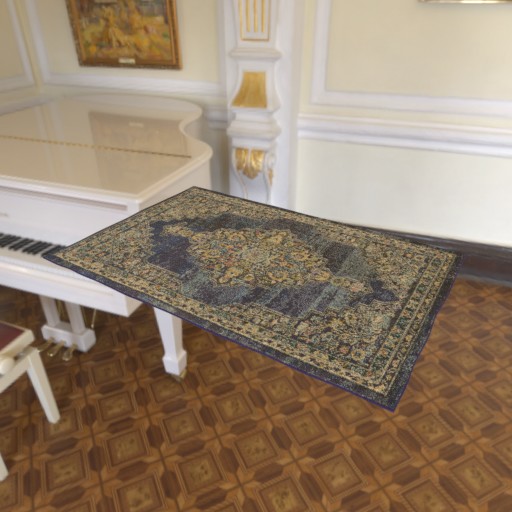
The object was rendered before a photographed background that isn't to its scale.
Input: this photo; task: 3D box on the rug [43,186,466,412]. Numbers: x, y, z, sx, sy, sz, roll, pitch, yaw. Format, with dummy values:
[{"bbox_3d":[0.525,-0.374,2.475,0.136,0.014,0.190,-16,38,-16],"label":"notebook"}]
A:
[{"bbox_3d":[0.000,0.000,2.226,1.781,0.012,1.184,18,34,28],"label":"rug"}]
